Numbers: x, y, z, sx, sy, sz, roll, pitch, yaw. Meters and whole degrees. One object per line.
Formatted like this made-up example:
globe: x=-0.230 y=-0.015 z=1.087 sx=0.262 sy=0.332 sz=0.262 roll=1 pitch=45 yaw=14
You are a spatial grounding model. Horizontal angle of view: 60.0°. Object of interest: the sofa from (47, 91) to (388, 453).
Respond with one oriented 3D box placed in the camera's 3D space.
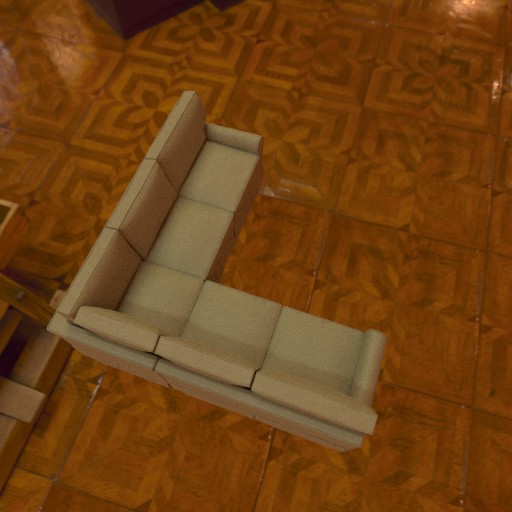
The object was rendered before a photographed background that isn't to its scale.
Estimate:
sofa: x=0.000 y=0.000 z=4.117 sx=2.618 sy=1.081 sz=2.623 roll=18 pitch=65 yaw=8
